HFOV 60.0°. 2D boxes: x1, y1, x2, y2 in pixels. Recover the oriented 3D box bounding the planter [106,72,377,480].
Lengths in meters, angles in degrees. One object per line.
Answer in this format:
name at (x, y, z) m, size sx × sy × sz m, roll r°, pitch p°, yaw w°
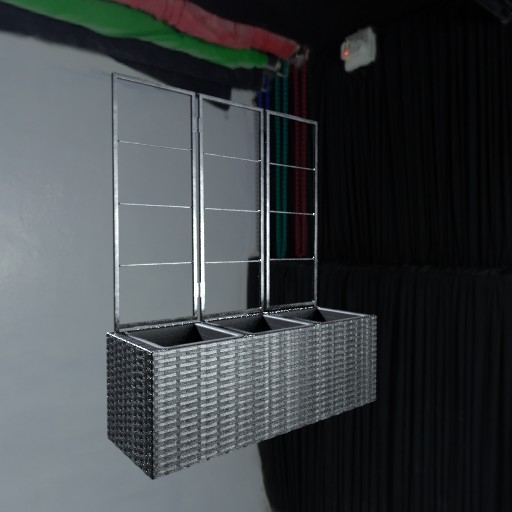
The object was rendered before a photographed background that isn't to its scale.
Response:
planter at (0.000, 0.000, 1.143) m, size 0.698 × 0.841 × 0.244 m, roll -1°, pitch 2°, yaw -38°
